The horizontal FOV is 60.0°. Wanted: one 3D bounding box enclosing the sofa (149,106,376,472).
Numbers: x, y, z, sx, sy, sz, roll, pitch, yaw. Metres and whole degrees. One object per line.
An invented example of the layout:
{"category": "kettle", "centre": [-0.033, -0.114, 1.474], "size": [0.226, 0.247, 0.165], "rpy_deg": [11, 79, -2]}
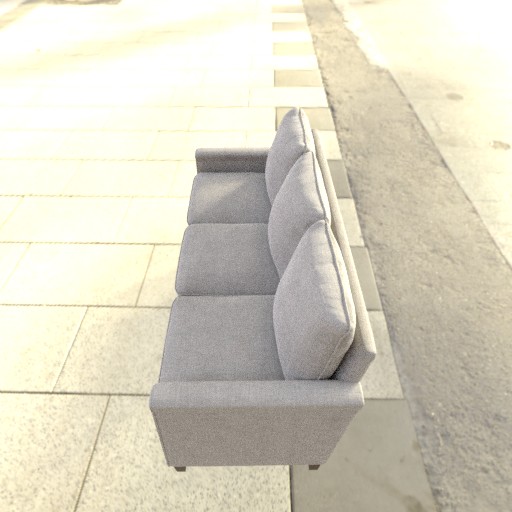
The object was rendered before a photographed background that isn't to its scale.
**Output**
{"category": "sofa", "centre": [0.000, 0.000, 2.381], "size": [0.828, 0.959, 1.925], "rpy_deg": [0, 41, -1]}
